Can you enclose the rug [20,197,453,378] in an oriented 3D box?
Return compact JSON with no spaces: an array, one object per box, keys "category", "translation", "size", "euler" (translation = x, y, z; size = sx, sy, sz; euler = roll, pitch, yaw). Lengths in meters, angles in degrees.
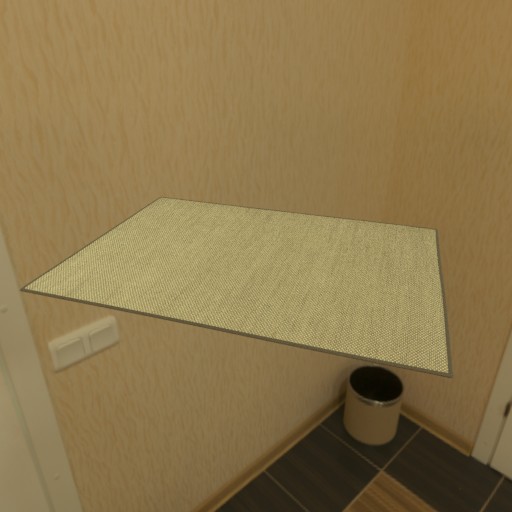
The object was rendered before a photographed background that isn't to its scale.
[{"category":"rug","translation":[0.000,0.000,2.681],"size":[2.133,0.012,1.523],"euler":[8,28,16]}]
